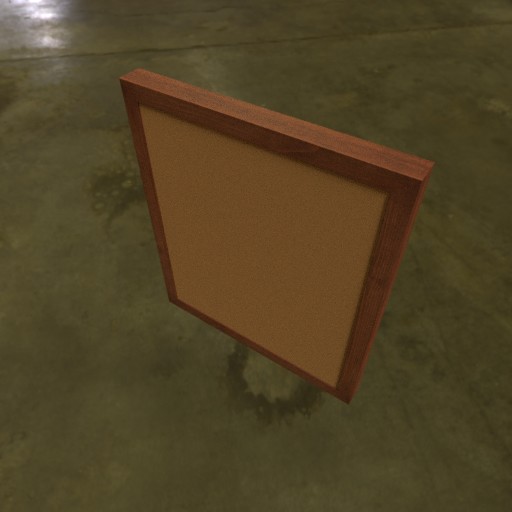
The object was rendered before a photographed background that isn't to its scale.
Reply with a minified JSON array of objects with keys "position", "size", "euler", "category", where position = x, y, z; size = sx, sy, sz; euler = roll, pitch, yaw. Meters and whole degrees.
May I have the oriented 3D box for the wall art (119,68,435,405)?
[{"position":[0.000,0.000,0.553],"size":[0.330,0.381,0.030],"euler":[25,51,23],"category":"wall art"}]
